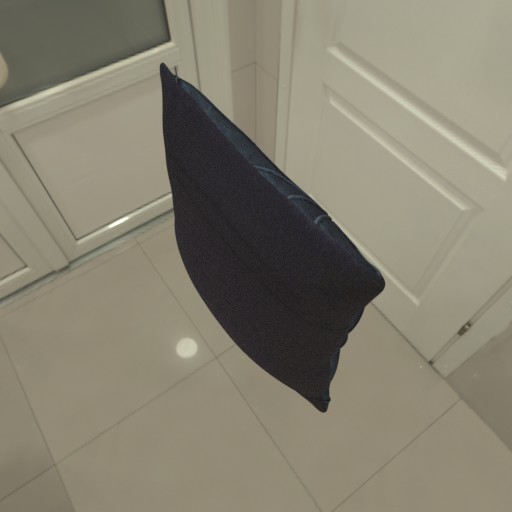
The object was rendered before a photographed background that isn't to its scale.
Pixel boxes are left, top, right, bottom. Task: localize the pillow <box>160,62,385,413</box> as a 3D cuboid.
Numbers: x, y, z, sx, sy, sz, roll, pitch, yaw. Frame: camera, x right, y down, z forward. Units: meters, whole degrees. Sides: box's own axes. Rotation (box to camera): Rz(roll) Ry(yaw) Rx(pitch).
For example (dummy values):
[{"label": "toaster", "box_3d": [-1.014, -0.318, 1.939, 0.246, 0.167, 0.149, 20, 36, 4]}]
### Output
[{"label": "pillow", "box_3d": [0.000, 0.000, 0.684, 0.183, 0.440, 0.439, -31, 63, -18]}]
